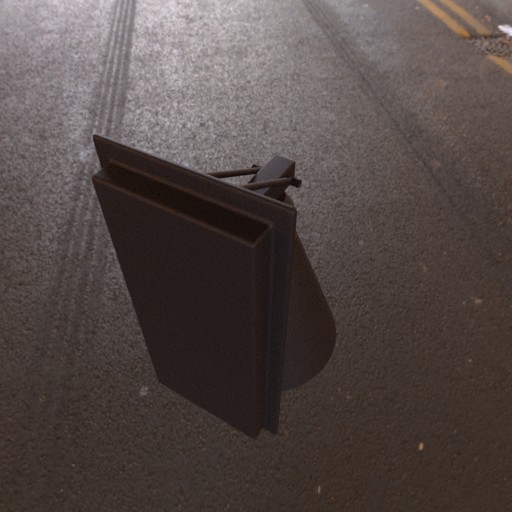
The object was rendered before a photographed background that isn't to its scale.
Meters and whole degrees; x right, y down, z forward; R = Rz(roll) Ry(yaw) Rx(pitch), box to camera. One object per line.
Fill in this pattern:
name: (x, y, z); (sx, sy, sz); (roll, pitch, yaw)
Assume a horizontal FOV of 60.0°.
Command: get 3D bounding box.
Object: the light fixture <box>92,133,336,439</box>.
light fixture: (0.000, 0.000, 0.415); (0.170, 0.298, 0.207); (23, 51, 21)
